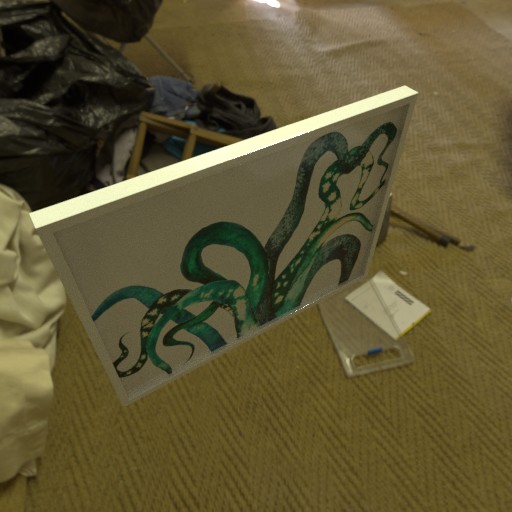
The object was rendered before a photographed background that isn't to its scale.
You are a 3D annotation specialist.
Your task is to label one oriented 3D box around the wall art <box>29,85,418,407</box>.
[{"bbox_3d":[0.000,0.000,1.348,1.041,0.787,0.053,-25,51,-22],"label":"wall art"}]
